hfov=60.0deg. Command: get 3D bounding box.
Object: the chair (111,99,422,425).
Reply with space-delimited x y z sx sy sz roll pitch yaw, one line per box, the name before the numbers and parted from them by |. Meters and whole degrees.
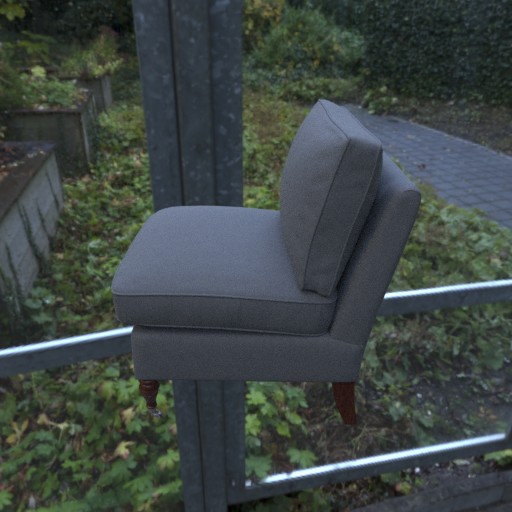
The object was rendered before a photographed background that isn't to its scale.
chair | 0.000 0.000 1.679 0.924 1.045 0.724 0 27 1
